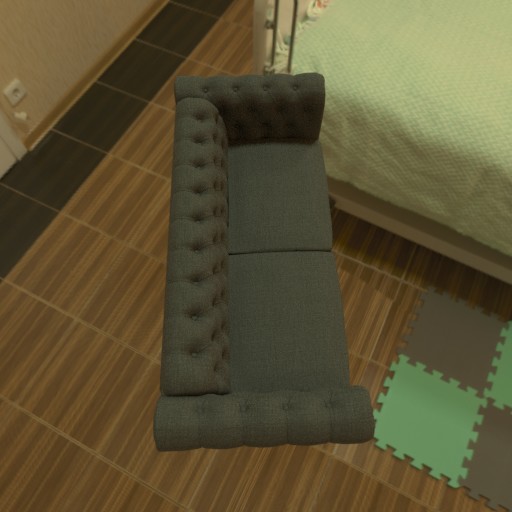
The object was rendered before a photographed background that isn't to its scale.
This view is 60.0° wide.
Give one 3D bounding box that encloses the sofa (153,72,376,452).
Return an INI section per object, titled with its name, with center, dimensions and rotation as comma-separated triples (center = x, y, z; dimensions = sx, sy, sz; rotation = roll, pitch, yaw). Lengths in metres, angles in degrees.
[sofa]
center = 0.000, 0.000, 2.225
dimensions = 0.783, 0.797, 1.798
rotation = -2, 64, -1
